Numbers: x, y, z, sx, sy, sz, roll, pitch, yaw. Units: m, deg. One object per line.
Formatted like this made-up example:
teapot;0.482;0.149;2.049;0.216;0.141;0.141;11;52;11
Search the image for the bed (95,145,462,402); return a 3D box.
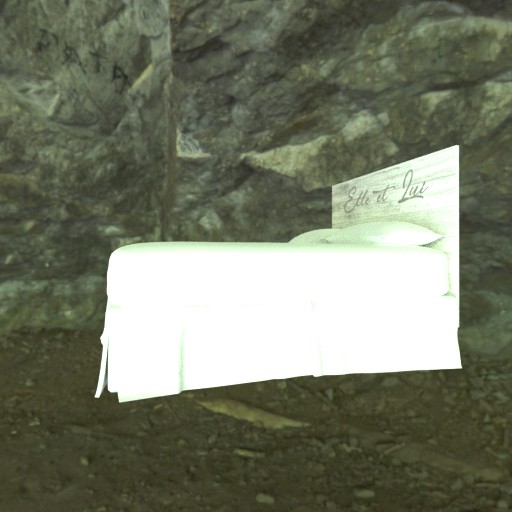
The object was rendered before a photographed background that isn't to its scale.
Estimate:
bed;0.000;0.000;3.089;2.094;1.335;1.745;0;0;-18
